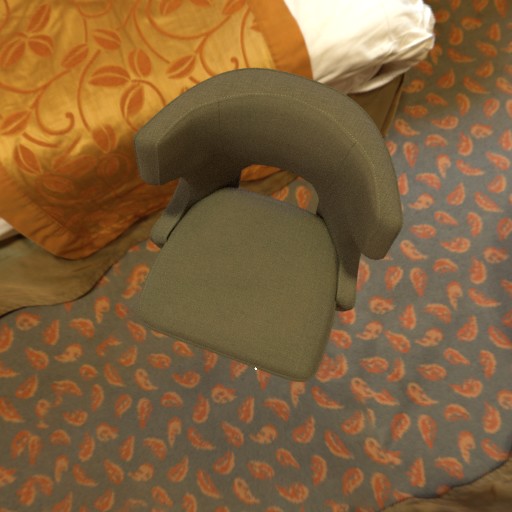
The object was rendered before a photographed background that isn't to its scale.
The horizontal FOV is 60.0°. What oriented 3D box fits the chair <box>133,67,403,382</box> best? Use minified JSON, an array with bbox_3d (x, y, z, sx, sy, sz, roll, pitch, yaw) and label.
[{"bbox_3d":[0.000,0.000,1.252,0.595,0.863,0.581,19,77,5],"label":"chair"}]
